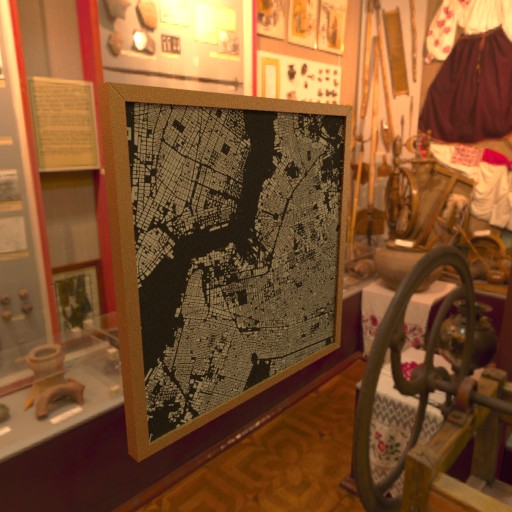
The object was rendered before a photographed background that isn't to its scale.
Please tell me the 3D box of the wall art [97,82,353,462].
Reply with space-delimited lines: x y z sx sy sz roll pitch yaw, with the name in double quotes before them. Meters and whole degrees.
"wall art" 0.000 0.000 2.852 0.099 1.926 1.926 14 20 42
